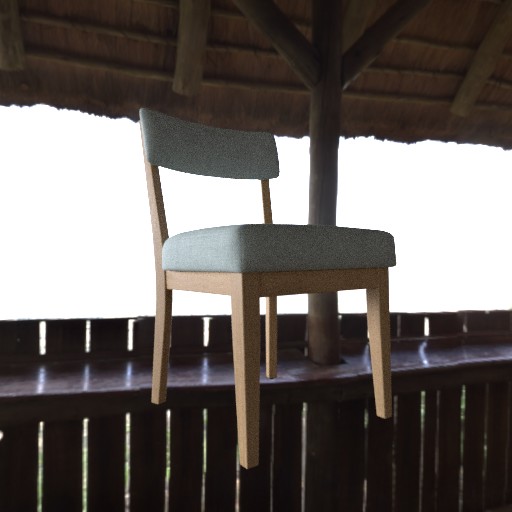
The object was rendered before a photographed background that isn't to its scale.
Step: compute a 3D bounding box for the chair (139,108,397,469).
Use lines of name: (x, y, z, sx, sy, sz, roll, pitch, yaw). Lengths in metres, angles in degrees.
chair: (0.000, 0.000, 1.210, 0.508, 0.832, 0.572, -1, 1, -37)
